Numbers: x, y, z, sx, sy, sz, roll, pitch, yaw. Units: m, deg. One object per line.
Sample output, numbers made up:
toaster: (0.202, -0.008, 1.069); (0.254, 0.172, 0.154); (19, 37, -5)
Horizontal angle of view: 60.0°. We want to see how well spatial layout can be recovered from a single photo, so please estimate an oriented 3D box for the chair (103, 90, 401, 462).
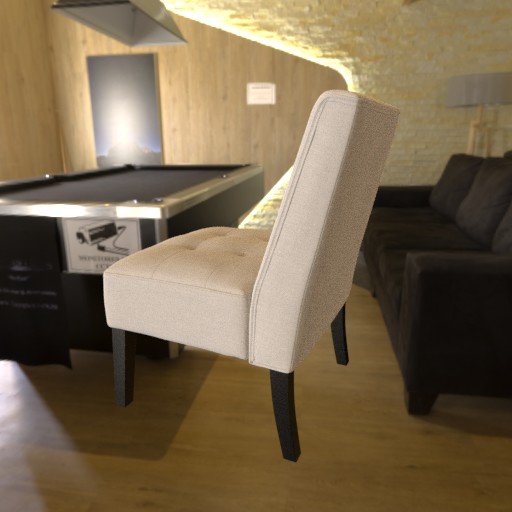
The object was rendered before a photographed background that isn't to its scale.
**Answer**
chair: (0.000, 0.000, 1.285); (0.676, 0.853, 0.569); (7, 17, 24)
